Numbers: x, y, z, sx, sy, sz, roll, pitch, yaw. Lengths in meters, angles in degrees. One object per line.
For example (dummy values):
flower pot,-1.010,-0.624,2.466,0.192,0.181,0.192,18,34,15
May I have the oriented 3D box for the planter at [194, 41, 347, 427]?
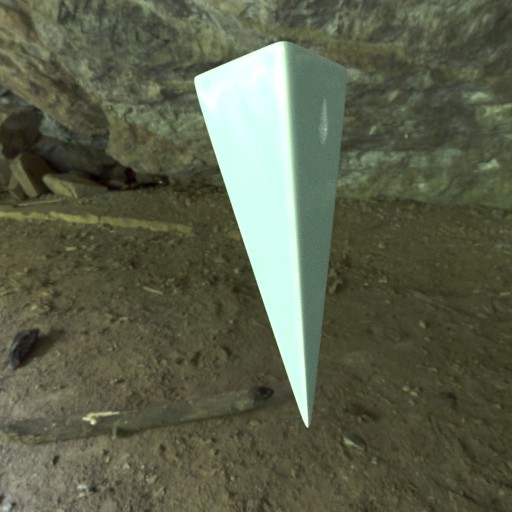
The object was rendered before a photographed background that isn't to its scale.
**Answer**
planter,0.000,0.000,0.219,0.064,0.178,0.080,8,18,25
